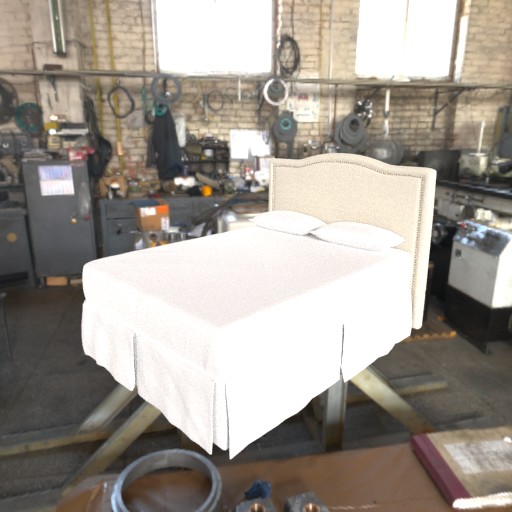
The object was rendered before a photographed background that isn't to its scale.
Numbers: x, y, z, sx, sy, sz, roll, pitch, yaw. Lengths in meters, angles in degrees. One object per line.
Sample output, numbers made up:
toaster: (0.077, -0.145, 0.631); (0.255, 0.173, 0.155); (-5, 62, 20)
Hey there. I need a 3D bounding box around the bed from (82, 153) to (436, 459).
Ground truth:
bed: (0.000, 0.000, 3.369); (2.196, 1.449, 1.741); (-15, 22, -43)
